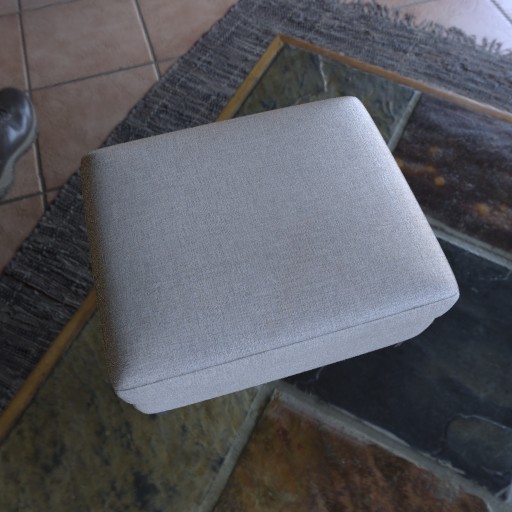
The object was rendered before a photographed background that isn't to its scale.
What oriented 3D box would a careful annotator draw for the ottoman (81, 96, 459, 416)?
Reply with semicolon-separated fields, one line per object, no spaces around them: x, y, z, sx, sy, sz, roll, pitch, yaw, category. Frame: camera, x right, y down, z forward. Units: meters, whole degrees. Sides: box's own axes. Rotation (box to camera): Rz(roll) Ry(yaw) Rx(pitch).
0.000;0.000;1.255;0.820;0.490;0.671;-14;64;-7;ottoman
